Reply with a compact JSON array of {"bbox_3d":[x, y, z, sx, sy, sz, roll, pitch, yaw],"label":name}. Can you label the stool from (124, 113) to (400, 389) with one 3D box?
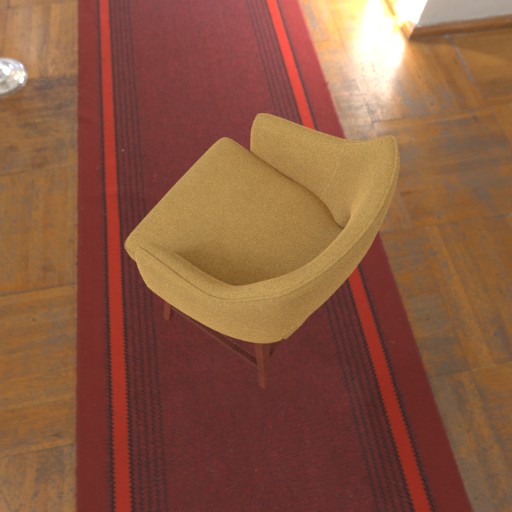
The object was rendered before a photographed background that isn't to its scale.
[{"bbox_3d":[0.000,0.000,1.292,0.558,0.924,0.548,32,68,14],"label":"stool"}]
